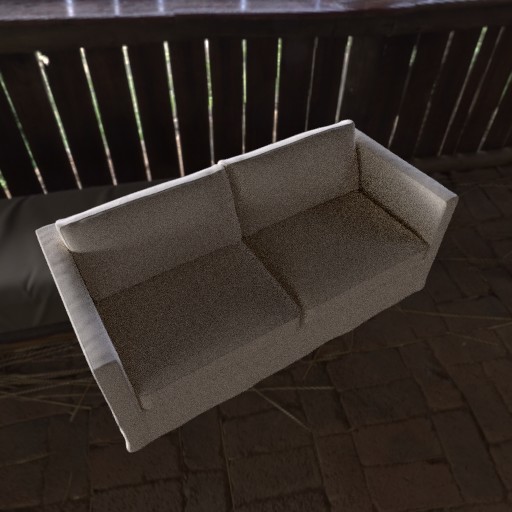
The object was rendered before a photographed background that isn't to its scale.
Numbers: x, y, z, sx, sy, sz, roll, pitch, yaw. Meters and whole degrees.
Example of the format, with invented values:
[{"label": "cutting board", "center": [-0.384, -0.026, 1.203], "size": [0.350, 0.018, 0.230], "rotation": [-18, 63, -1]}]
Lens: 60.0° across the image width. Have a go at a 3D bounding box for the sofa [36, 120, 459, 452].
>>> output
[{"label": "sofa", "center": [0.000, 0.000, 2.438], "size": [1.987, 0.870, 0.940], "rotation": [-24, 50, -22]}]
